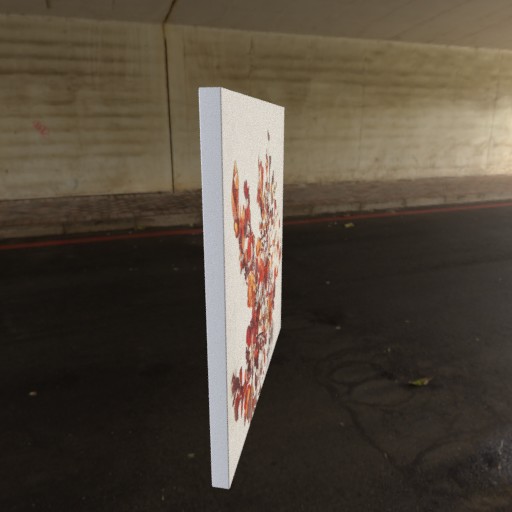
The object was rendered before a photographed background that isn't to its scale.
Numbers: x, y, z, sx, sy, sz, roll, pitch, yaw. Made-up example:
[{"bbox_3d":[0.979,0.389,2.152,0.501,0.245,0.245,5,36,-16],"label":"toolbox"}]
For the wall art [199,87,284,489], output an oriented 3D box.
[{"bbox_3d":[0.000,0.000,1.524,0.049,1.009,1.009,3,17,10],"label":"wall art"}]
